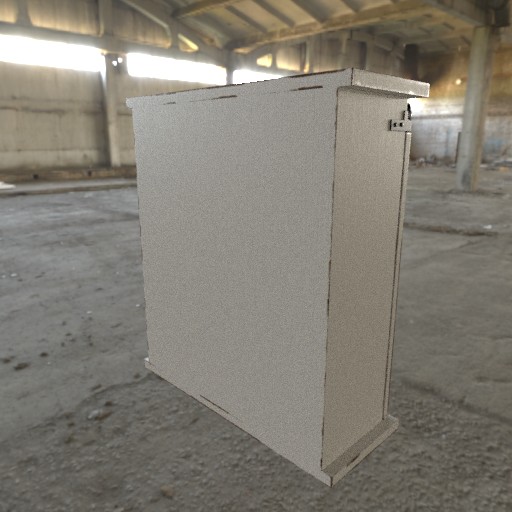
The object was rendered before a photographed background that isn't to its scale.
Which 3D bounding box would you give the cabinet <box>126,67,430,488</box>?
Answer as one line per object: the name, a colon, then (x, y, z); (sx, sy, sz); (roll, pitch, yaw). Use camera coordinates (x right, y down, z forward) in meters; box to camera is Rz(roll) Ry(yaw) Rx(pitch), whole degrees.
cabinet: (0.000, 0.000, 0.864); (0.210, 0.603, 0.541); (-14, 20, -43)
